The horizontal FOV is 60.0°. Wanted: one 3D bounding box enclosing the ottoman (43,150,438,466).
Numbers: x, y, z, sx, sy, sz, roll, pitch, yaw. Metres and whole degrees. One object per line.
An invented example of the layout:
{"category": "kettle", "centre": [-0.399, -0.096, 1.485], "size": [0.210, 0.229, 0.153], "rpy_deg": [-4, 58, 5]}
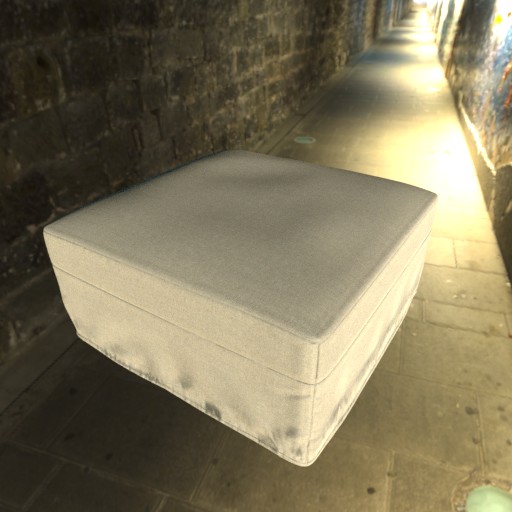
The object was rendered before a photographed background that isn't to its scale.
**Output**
{"category": "ottoman", "centre": [0.000, 0.000, 1.343], "size": [0.840, 0.436, 0.843], "rpy_deg": [19, 35, 28]}
